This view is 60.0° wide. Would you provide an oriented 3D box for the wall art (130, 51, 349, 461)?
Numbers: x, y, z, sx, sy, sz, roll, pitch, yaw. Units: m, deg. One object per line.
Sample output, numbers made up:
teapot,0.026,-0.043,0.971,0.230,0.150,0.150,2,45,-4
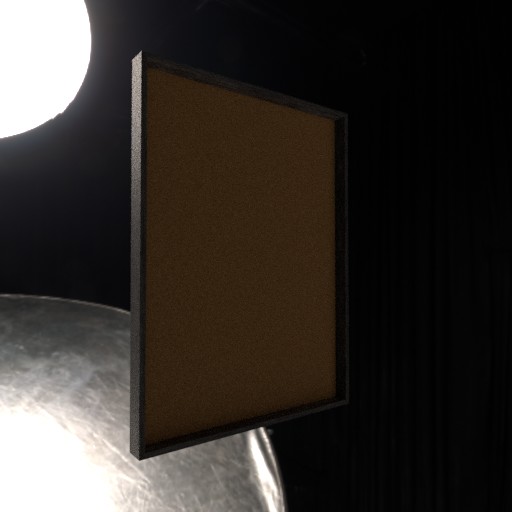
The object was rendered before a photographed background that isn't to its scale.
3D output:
wall art,0.000,0.000,1.350,0.762,1.016,0.063,1,-2,-37
